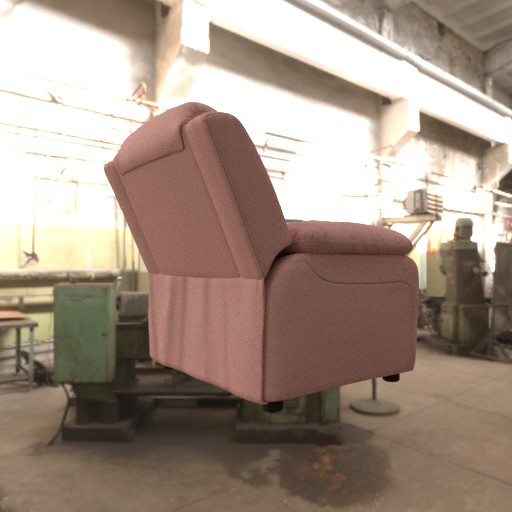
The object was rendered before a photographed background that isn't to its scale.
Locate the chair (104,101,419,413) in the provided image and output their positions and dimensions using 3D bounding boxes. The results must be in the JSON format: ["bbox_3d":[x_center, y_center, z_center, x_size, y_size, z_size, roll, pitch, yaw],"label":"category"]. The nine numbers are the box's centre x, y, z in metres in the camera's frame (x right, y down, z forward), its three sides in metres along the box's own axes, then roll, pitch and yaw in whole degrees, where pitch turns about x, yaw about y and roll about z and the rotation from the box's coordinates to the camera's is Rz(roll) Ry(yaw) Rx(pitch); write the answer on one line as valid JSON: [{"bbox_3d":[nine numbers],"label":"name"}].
[{"bbox_3d":[0.000,0.000,1.289,0.709,0.702,0.680,1,-1,-38],"label":"chair"}]
